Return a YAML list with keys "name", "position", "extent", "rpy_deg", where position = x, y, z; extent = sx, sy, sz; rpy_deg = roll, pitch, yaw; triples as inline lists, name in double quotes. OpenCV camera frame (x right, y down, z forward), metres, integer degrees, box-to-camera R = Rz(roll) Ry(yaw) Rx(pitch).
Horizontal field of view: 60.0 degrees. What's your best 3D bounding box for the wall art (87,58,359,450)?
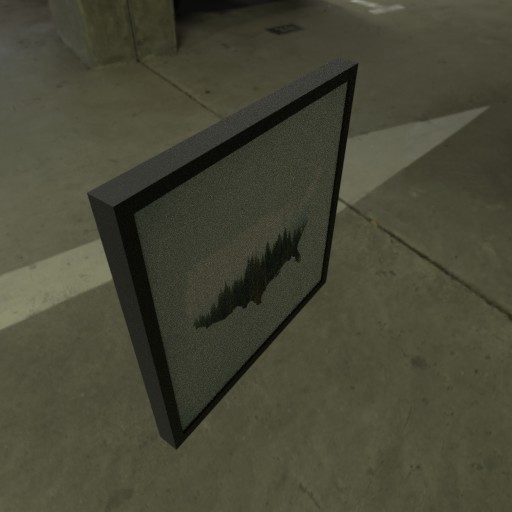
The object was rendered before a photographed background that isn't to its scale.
- name: "wall art"
  position: [0.000, 0.000, 0.753]
  extent: [0.040, 0.509, 0.509]
  rpy_deg: [26, 48, 27]
